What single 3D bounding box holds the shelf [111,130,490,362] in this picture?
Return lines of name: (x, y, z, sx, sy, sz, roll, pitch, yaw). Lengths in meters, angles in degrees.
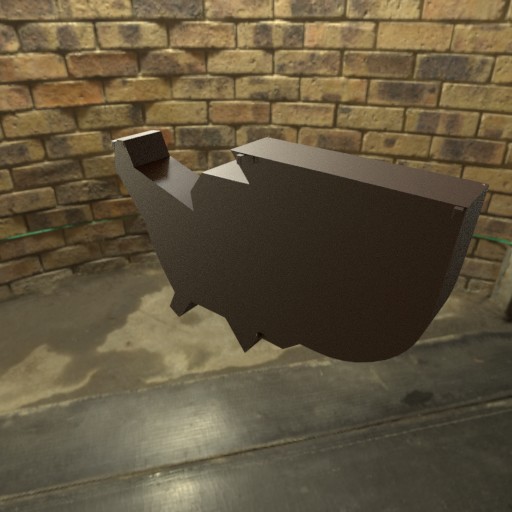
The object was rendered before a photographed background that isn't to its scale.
shelf: (0.000, 0.000, 0.875, 0.729, 0.439, 0.112, 22, 36, 33)
